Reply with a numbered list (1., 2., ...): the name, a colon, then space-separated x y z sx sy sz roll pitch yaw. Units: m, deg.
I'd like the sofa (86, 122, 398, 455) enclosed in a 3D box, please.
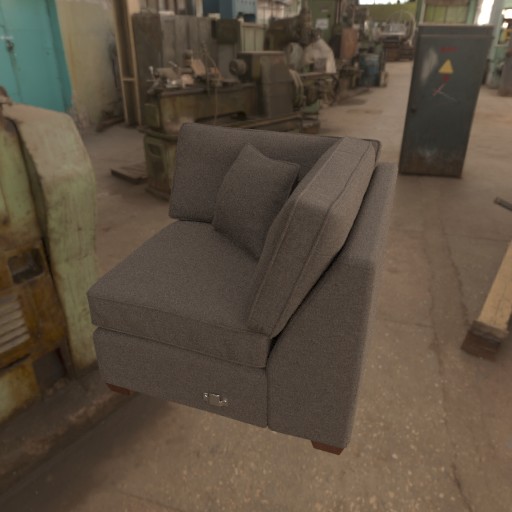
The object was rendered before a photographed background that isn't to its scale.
1. sofa: 0.000 0.000 1.982 1.084 1.002 1.146 9 28 17
